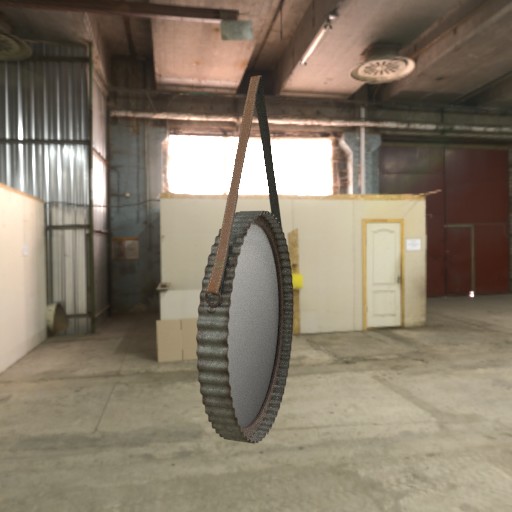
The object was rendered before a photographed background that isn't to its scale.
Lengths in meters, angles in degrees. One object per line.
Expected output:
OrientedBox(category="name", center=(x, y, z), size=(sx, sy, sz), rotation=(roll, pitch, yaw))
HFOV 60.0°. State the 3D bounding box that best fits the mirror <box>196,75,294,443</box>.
OrientedBox(category="mirror", center=(0.000, 0.000, 0.707), size=(0.042, 0.568, 0.355), rotation=(0, 2, 18))
